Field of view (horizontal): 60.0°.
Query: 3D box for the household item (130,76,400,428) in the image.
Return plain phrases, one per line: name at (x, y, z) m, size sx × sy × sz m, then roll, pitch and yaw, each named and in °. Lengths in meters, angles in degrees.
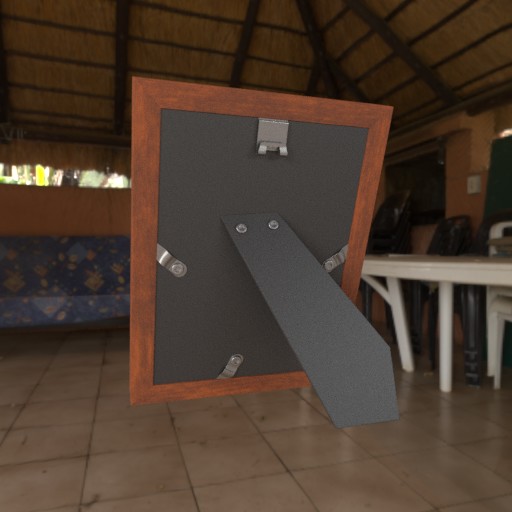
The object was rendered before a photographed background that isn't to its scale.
household item at (0.000, 0.000, 0.296) m, size 0.160 × 0.204 × 0.096 m, roll 0°, pitch 1°, yaw -18°
